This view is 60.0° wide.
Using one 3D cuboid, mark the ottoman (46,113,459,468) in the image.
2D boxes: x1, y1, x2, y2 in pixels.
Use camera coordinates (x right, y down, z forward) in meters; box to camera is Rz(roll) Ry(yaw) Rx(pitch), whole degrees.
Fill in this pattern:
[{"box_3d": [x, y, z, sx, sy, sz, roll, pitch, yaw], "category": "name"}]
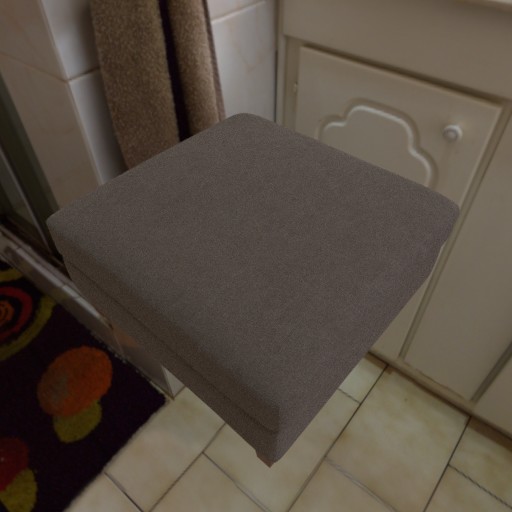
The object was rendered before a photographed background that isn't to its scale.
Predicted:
[{"box_3d": [0.000, 0.000, 1.399, 0.881, 0.482, 0.861, 32, 54, 27], "category": "ottoman"}]
